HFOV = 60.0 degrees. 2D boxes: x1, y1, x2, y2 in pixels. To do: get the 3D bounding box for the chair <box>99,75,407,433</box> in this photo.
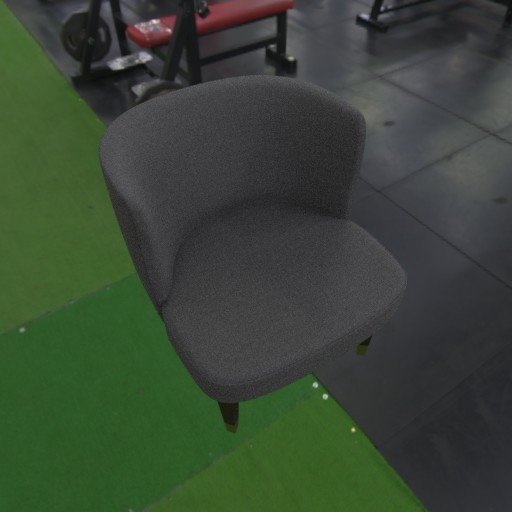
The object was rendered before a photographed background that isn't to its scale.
[{"bbox_3d":[0.000,0.000,1.237,0.639,0.695,0.698,-24,52,-21],"label":"chair"}]
